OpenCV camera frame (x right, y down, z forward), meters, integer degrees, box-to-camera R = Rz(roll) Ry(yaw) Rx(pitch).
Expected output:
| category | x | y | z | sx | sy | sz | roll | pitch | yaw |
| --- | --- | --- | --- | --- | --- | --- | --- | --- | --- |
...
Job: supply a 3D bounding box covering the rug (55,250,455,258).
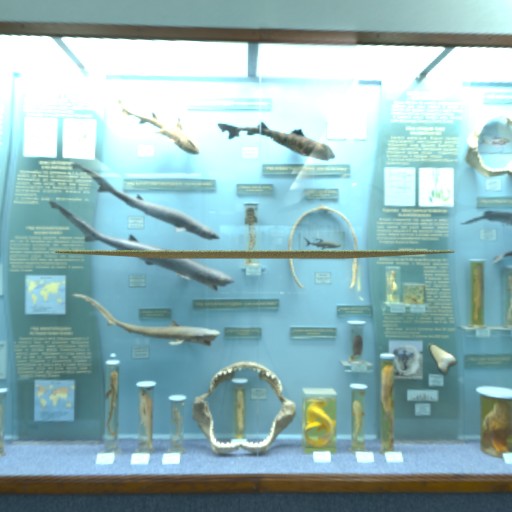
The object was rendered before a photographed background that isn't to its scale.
| category | x | y | z | sx | sy | sz | roll | pitch | yaw |
| --- | --- | --- | --- | --- | --- | --- | --- | --- | --- |
| rug | 0.000 | 0.000 | 4.278 | 2.425 | 0.016 | 3.198 | 0 | -1 | 0 |
